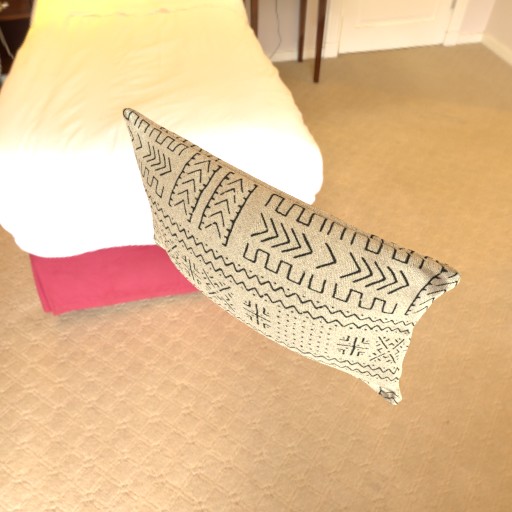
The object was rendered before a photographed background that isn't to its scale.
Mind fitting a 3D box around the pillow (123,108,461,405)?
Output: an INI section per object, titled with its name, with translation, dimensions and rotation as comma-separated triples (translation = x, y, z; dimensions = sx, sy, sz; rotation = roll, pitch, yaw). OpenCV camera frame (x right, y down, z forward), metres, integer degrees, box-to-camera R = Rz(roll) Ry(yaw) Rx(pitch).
[pillow]
translation = 0.000, 0.000, 0.786
dimensions = 0.637, 0.352, 0.188
rotation = 31, 54, 26
